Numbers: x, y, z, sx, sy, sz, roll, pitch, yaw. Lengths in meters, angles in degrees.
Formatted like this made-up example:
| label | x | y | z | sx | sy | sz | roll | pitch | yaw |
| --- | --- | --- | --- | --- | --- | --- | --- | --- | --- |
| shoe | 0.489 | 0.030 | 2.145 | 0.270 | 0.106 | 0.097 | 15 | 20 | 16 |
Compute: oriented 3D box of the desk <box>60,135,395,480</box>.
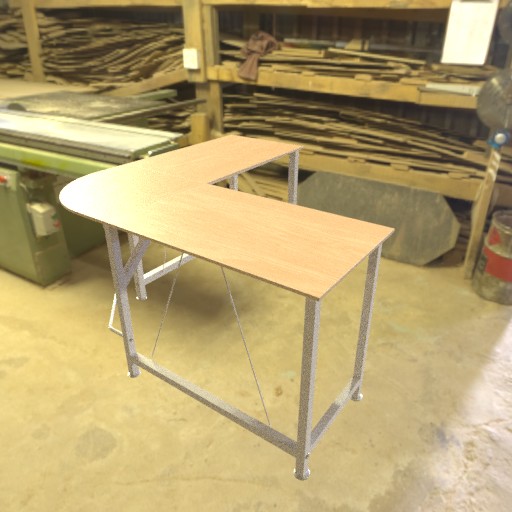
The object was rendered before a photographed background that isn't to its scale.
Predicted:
| label | x | y | z | sx | sy | sz | roll | pitch | yaw |
| --- | --- | --- | --- | --- | --- | --- | --- | --- | --- |
| desk | 0.000 | 0.000 | 2.172 | 1.400 | 0.762 | 1.400 | 18 | 32 | 31 |
